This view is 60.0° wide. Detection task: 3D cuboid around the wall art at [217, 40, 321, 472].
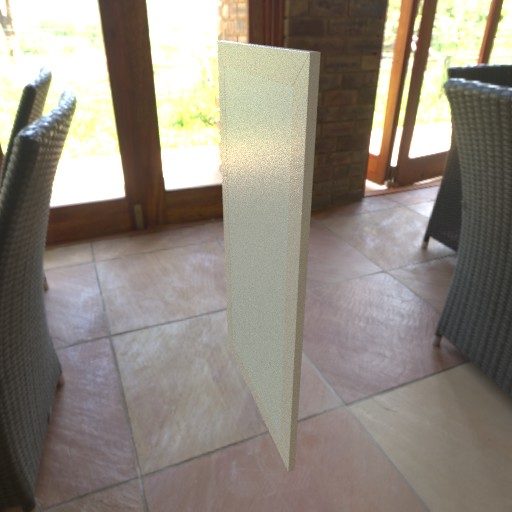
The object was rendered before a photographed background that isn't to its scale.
[{"bbox_3d":[0.000,0.000,0.794,0.013,0.683,0.380,-9,29,-17],"label":"wall art"}]
